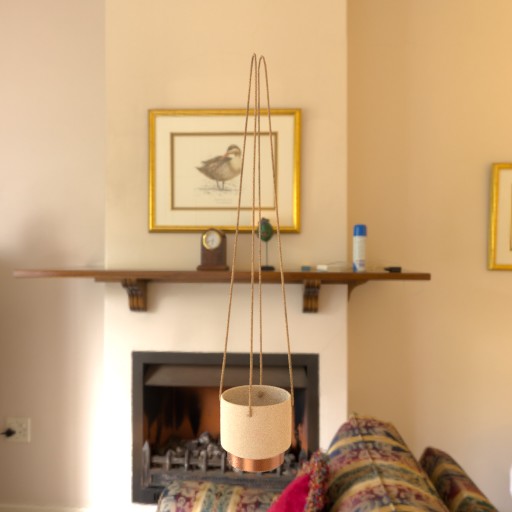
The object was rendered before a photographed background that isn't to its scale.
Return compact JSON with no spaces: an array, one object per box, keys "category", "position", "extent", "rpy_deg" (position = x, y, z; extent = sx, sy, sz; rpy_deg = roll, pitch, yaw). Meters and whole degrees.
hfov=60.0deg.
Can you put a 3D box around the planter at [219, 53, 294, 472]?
[{"category":"planter","position":[0.000,0.000,0.919],"extent":[0.146,0.841,0.146],"rpy_deg":[0,0,-36]}]
